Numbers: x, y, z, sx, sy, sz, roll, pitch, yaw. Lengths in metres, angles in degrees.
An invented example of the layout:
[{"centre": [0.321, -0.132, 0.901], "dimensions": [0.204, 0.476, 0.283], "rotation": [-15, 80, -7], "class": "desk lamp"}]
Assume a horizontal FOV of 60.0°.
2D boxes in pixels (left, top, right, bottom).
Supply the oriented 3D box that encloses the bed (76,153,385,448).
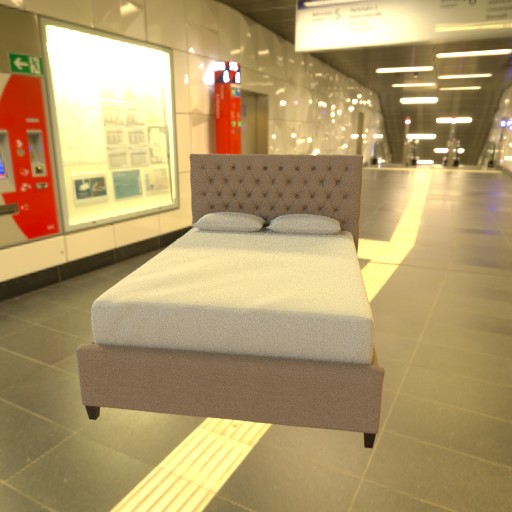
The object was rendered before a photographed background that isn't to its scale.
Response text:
[{"centre": [0.000, 0.000, 3.398], "dimensions": [1.698, 1.427, 2.387], "rotation": [2, 16, 9], "class": "bed"}]
